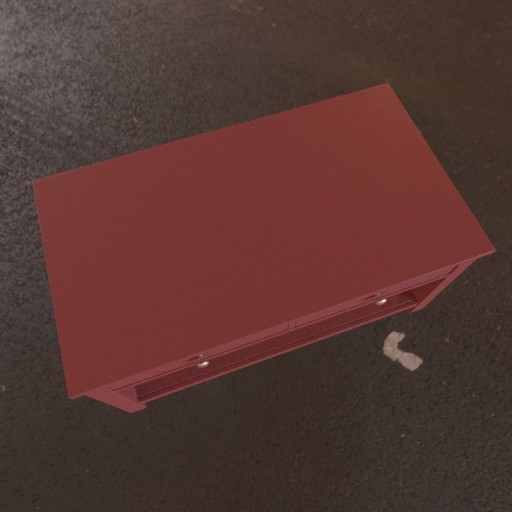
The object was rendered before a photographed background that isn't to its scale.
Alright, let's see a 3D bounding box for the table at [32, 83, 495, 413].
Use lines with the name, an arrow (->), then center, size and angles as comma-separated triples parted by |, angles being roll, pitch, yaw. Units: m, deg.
table -> 0.000, 0.000, 1.375 | 1.068, 0.493, 0.612 | -18, 66, -8
